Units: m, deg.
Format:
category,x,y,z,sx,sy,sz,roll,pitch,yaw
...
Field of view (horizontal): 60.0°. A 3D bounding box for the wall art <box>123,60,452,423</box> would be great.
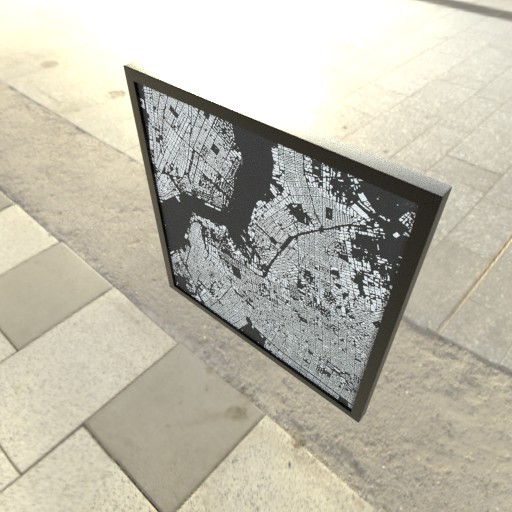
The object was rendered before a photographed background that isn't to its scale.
category,x,y,z,sx,sy,sz,roll,pitch,yaw
wall art,0.000,0.000,1.108,0.755,0.761,0.038,31,53,27
